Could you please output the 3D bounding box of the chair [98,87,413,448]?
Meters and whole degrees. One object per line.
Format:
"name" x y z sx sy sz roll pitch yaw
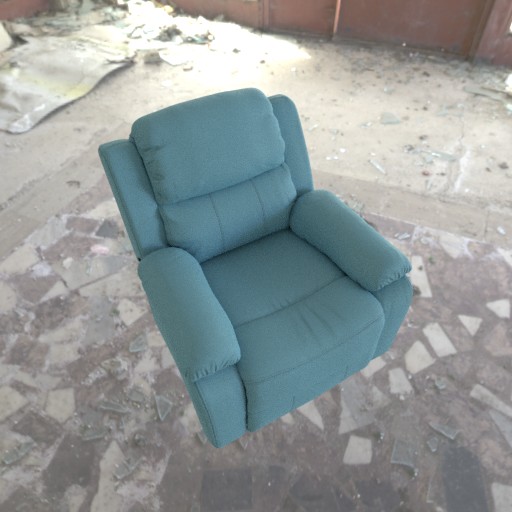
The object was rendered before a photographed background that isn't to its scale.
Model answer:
"chair" 0.000 0.000 1.279 0.680 0.702 0.709 -23 51 -20
